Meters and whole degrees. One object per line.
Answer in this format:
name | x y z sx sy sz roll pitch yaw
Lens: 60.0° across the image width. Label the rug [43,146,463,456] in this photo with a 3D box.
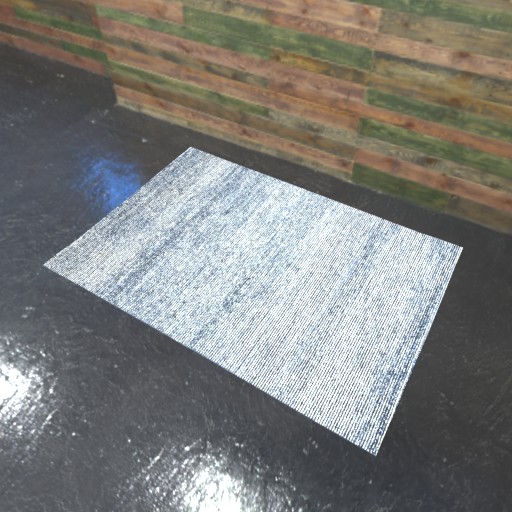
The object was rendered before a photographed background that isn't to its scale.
rug | 0.000 0.000 2.990 2.349 0.030 1.624 24 52 21
